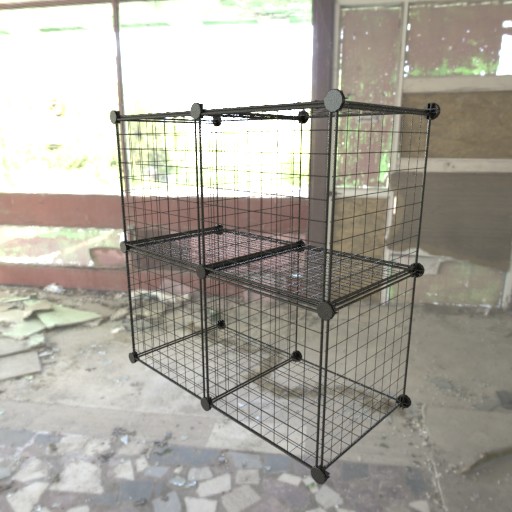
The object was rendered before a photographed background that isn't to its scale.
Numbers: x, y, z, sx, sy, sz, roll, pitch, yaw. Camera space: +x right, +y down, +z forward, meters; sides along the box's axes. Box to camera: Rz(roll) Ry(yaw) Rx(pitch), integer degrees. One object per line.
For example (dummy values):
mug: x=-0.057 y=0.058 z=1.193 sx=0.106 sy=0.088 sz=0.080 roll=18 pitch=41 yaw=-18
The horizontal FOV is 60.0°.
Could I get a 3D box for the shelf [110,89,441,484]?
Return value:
shelf: x=0.000 y=0.000 z=1.113 sx=0.711 sy=0.711 sz=0.356 roll=14 pitch=20 yaw=43
